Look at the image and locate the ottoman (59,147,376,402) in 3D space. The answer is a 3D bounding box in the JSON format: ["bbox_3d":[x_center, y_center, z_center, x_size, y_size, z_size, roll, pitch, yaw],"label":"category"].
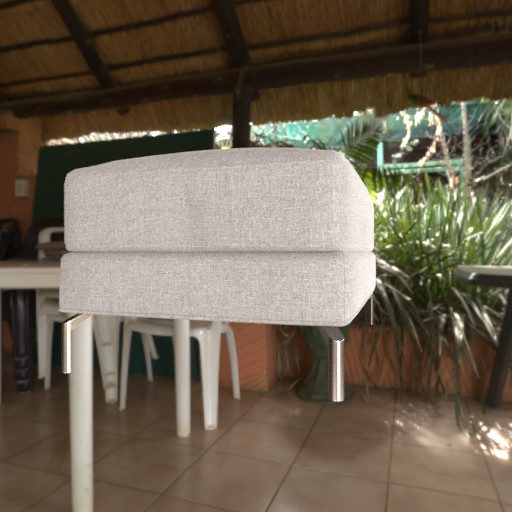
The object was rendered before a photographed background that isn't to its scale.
[{"bbox_3d":[0.000,0.000,1.173,0.584,0.457,0.838,0,1,18],"label":"ottoman"}]
